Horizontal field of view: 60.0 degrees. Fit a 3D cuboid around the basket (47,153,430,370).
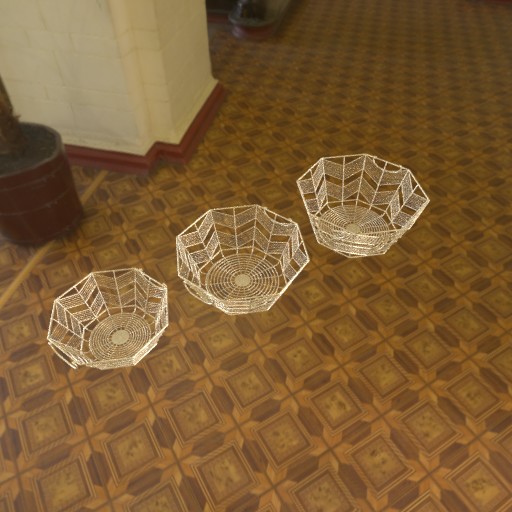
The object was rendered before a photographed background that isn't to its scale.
[{"bbox_3d":[0.000,0.000,1.373,1.246,0.178,0.432,-24,51,-21],"label":"basket"}]
